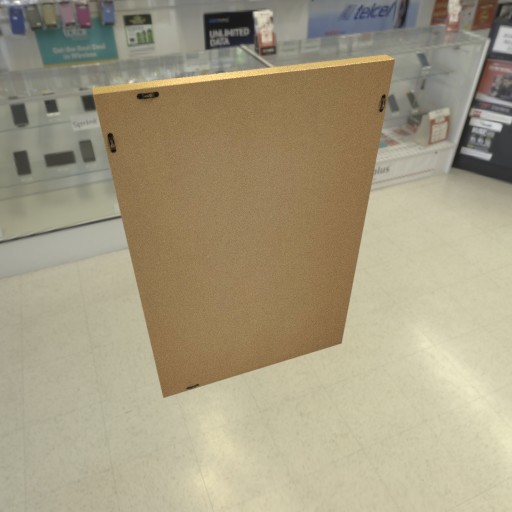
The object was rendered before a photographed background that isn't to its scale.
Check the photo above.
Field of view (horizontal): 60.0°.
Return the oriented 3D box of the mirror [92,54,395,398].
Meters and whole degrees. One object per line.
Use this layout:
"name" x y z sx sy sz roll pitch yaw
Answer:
"mirror" 0.000 0.000 1.145 0.609 0.915 0.040 -13 41 -16
